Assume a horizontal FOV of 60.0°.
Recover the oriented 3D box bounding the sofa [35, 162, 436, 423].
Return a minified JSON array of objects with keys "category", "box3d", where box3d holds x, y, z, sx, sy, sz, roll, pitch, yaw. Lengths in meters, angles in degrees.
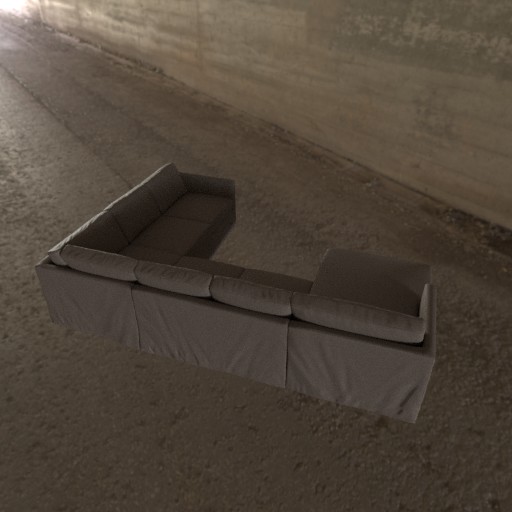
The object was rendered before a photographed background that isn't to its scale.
[{"category":"sofa","box3d":[0.000,0.000,4.635,3.528,0.878,2.476,11,35,16]}]
